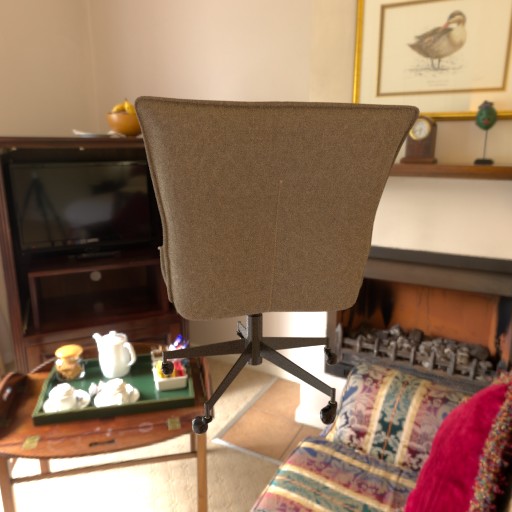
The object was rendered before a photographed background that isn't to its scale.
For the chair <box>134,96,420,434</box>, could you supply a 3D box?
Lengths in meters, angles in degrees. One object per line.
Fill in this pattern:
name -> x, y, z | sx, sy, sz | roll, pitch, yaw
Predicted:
chair -> 0.000, 0.000, 1.306 | 0.597, 0.811, 0.696 | -3, 14, -10
